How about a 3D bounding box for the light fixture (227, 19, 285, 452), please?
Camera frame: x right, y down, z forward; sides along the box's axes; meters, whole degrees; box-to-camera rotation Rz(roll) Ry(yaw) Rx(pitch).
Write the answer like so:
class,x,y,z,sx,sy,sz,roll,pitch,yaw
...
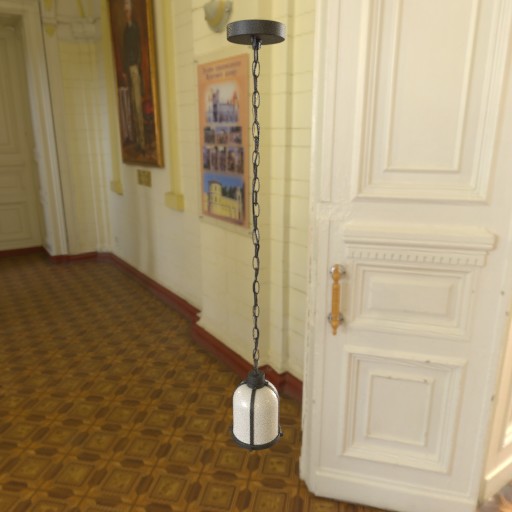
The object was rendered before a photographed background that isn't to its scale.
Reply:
class,x,y,z,sx,sy,sz,roll,pitch,yaw
light fixture,0.000,0.000,1.258,0.178,1.181,0.178,3,16,10
